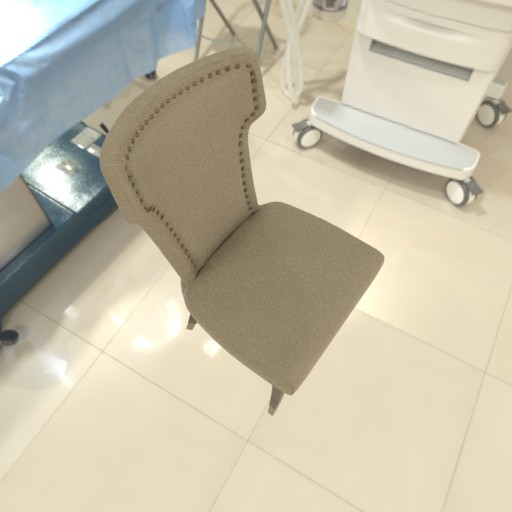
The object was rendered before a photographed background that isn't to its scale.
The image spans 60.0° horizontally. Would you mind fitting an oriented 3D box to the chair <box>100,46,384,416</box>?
[{"bbox_3d":[0.000,0.000,1.328,0.630,0.955,0.526,33,64,18],"label":"chair"}]
